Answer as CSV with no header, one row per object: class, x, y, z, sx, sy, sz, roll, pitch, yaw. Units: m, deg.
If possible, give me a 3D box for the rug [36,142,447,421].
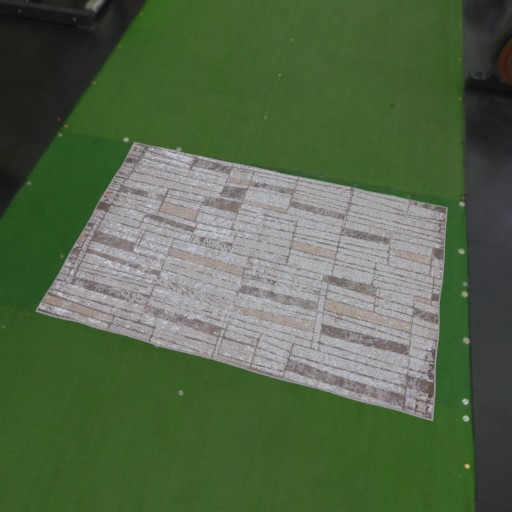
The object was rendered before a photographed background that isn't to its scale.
rug,0.000,0.000,2.982,2.444,0.023,1.531,13,60,8
